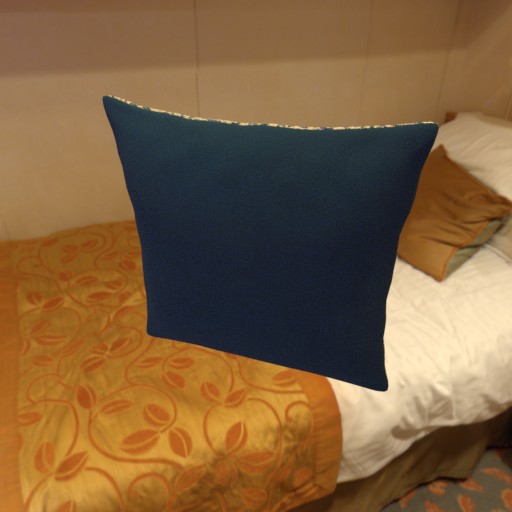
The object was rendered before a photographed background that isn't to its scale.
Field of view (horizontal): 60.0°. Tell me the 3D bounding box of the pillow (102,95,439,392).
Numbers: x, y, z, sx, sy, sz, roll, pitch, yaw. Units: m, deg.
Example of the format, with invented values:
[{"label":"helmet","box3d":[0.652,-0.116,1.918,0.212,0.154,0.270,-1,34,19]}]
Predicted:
[{"label":"pillow","box3d":[0.000,0.000,0.780,0.523,0.510,0.166,10,33,16]}]
